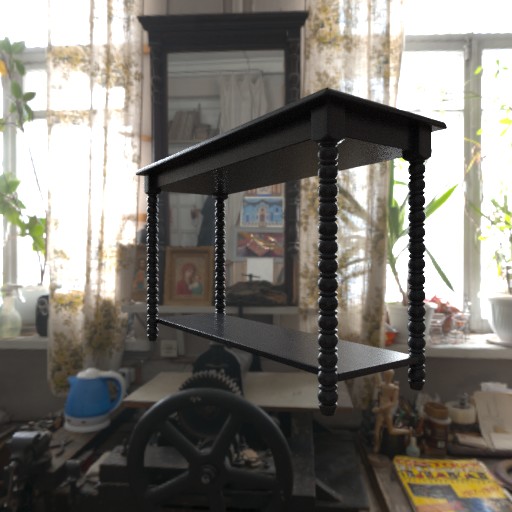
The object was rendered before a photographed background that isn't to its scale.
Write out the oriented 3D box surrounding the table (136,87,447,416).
[{"bbox_3d":[0.000,0.000,1.565,0.459,0.735,1.184,0,0,-35],"label":"table"}]
